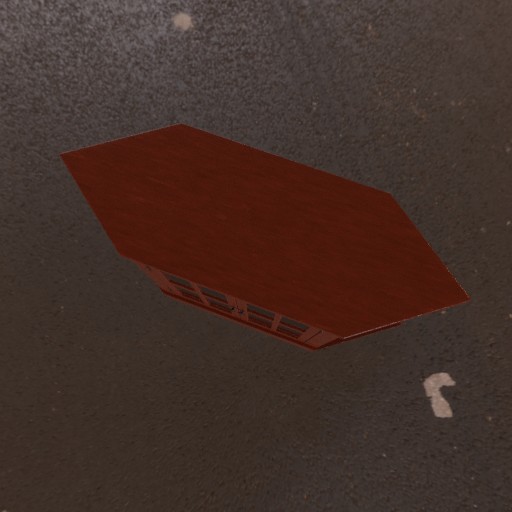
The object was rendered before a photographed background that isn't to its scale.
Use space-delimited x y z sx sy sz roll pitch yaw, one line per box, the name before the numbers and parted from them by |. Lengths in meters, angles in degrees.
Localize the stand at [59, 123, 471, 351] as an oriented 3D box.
stand | 0.000 0.000 1.373 1.072 0.614 0.381 20 76 5
